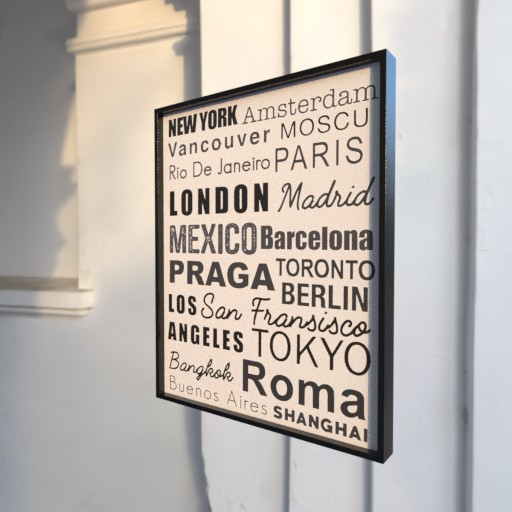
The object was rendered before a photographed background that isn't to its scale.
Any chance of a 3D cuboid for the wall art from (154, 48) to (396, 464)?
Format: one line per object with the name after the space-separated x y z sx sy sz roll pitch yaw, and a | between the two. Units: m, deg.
0.000 0.000 0.732 0.448 0.551 0.038 1 2 36 | wall art
